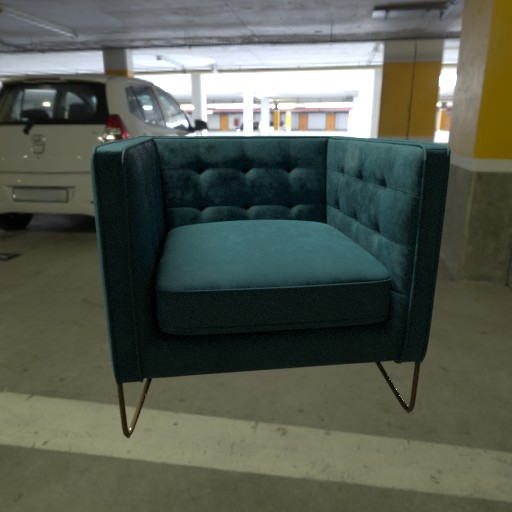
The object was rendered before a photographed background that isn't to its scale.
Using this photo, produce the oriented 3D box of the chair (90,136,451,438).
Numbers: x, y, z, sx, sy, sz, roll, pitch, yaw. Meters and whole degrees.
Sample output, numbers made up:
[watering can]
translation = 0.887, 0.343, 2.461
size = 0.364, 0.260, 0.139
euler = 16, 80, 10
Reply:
[chair]
translation = 0.000, 0.000, 1.536
size = 0.880, 0.790, 0.894
euler = -2, 16, -8
